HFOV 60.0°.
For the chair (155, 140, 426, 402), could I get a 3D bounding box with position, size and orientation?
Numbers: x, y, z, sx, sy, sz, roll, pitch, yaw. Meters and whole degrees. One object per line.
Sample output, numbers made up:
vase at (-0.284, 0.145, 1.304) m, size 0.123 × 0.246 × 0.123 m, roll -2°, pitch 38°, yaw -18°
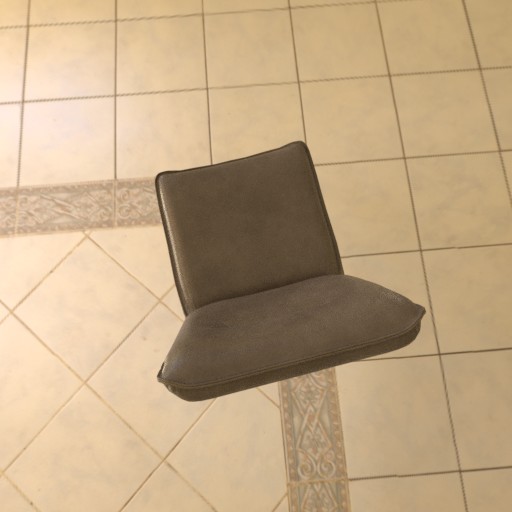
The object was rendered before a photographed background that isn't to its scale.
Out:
chair at (0.000, 0.000, 1.311) m, size 0.515 × 0.932 × 0.688 m, roll -14°, pitch 76°, yaw -3°
